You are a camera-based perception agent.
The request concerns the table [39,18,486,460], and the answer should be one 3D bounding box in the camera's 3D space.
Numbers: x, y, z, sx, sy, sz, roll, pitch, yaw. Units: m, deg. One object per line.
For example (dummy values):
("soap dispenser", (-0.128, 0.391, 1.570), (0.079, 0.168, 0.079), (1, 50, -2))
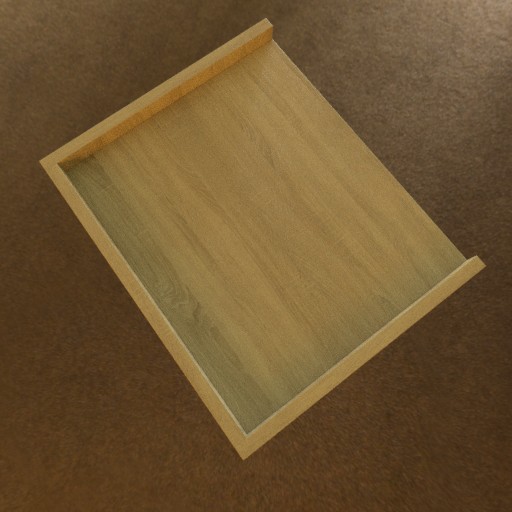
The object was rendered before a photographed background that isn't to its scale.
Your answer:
("table", (0.000, 0.000, 0.789), (0.370, 0.470, 0.450), (-36, 79, -8))
